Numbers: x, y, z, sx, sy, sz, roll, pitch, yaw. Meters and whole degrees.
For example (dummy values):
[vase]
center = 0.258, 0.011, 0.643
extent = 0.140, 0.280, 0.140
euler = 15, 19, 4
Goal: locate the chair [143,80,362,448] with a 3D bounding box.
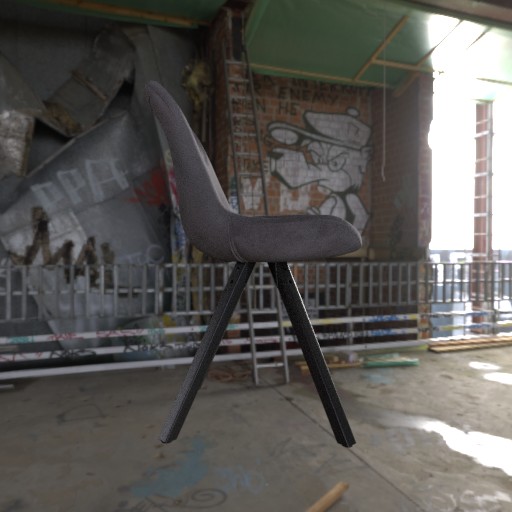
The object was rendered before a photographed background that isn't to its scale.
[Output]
[chair]
center = 0.000, 0.000, 1.197
extent = 0.550, 0.850, 0.476
euler = 0, 1, 1
